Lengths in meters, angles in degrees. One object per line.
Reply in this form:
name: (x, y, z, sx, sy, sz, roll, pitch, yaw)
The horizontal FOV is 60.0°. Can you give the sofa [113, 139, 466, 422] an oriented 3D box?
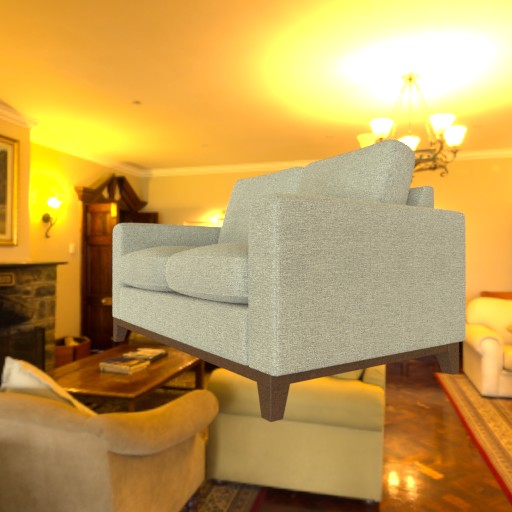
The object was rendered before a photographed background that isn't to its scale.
sofa: (0.000, 0.000, 1.961, 0.917, 0.873, 1.420, 0, 0, -34)
